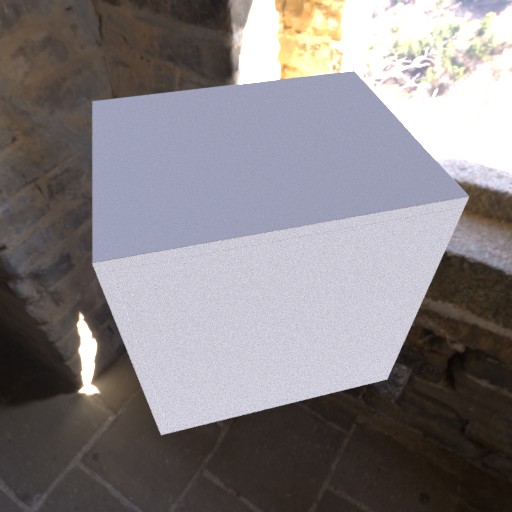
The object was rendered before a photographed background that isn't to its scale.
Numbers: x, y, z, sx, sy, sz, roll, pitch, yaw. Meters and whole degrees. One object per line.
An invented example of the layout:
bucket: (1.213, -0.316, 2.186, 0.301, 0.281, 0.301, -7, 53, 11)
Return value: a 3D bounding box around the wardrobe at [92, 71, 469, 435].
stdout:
wardrobe: (0.000, 0.000, 0.885, 0.500, 0.520, 0.400, -10, 48, -10)
